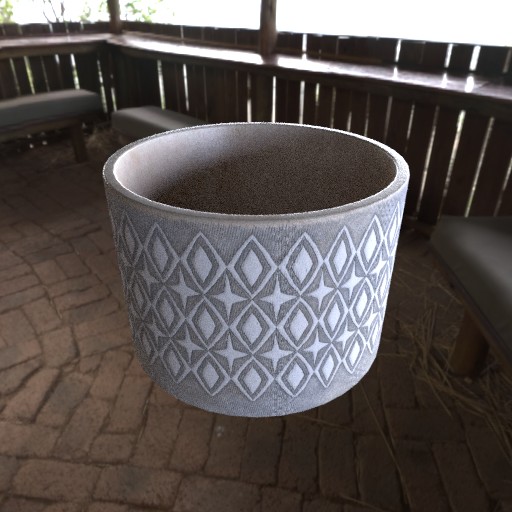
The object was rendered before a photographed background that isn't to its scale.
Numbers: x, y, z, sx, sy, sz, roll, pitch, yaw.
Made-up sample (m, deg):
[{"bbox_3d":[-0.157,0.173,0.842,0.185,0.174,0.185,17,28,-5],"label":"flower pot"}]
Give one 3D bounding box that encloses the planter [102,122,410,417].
[{"bbox_3d":[0.000,0.000,0.278,0.164,0.127,0.164,0,30,0],"label":"planter"}]
